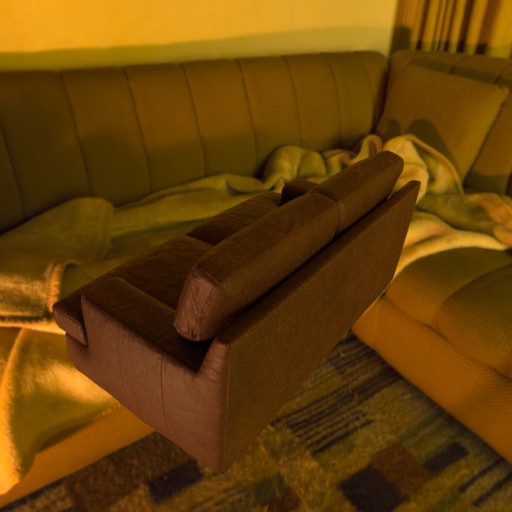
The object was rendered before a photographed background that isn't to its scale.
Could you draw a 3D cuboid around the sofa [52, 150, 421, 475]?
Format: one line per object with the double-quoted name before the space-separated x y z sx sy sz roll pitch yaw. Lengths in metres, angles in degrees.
"sofa" 0.000 0.000 2.440 1.143 0.939 1.880 20 36 31
